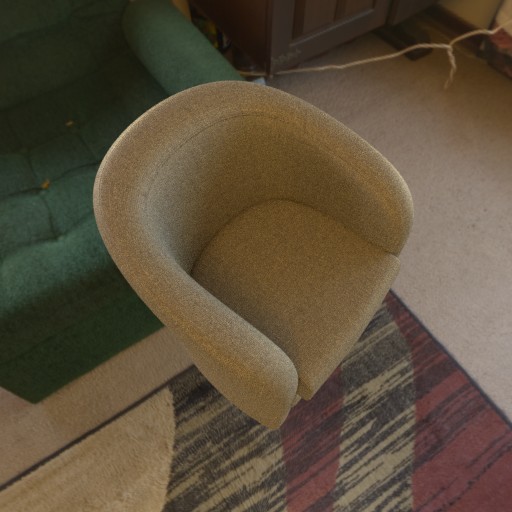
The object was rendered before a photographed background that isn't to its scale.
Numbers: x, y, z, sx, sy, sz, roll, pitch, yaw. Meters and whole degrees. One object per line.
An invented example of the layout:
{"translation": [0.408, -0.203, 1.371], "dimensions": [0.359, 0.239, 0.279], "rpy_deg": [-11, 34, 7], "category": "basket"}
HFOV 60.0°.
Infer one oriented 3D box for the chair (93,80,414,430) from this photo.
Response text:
{"translation": [0.000, 0.000, 1.443], "dimensions": [0.815, 0.771, 0.791], "rpy_deg": [34, 65, 19], "category": "chair"}
